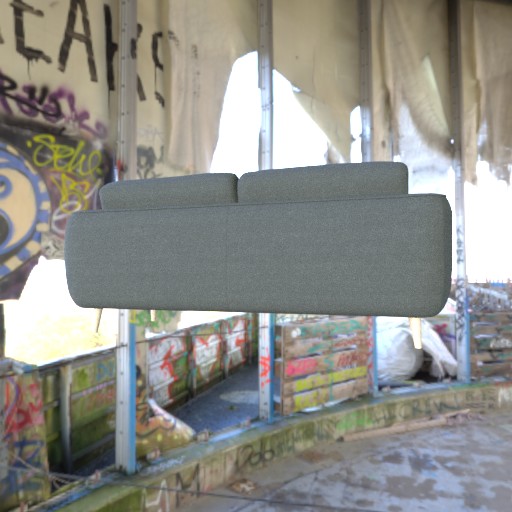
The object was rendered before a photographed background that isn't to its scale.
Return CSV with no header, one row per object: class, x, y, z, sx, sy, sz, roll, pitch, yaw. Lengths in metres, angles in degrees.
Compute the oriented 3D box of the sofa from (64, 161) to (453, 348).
sofa,0.000,0.000,2.509,2.000,0.850,0.920,-1,-2,18
